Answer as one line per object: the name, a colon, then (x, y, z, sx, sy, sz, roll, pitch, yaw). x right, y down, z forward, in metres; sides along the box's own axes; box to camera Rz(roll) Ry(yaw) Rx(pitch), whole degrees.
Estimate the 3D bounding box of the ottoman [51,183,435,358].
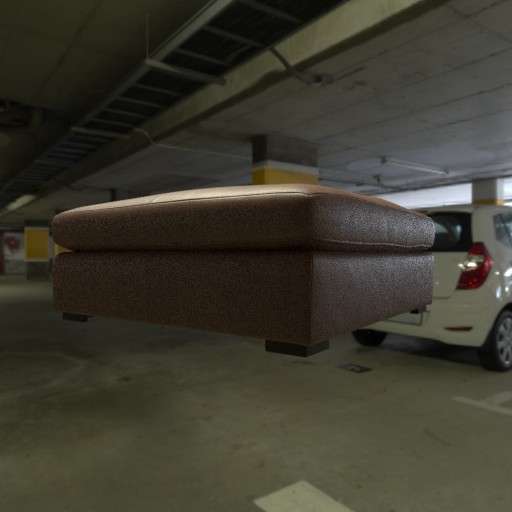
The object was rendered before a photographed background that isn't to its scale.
ottoman: (0.000, 0.000, 1.829, 1.168, 0.490, 1.168, 0, 0, 36)
